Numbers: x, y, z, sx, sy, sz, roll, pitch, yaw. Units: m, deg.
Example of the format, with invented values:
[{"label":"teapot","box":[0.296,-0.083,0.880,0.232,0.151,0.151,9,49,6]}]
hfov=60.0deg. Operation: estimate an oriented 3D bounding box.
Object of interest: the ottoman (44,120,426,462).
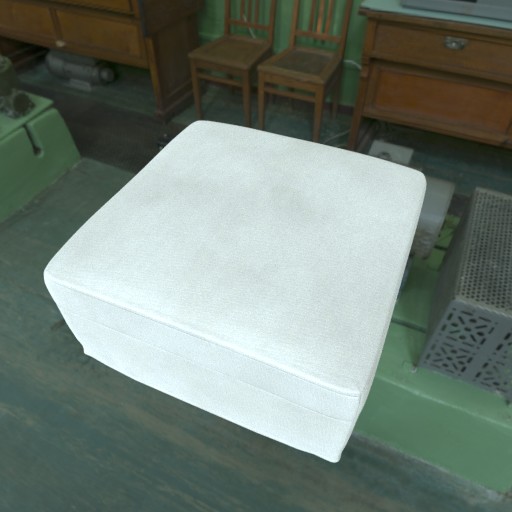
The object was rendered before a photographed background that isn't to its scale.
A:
[{"label":"ottoman","box":[0.000,0.000,1.353,0.843,0.441,0.842,18,49,16]}]
